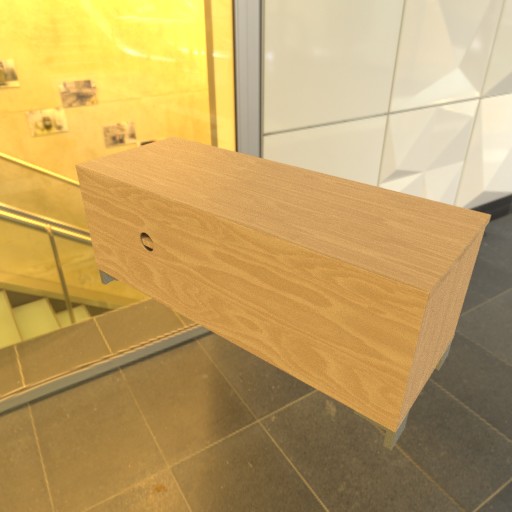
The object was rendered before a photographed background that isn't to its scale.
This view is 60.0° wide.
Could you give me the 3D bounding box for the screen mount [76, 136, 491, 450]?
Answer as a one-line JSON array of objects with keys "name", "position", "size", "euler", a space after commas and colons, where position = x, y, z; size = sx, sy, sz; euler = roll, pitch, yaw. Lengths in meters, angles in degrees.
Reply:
[{"name": "screen mount", "position": [0.000, 0.000, 1.299], "size": [1.084, 0.432, 0.406], "euler": [22, 37, 32]}]
